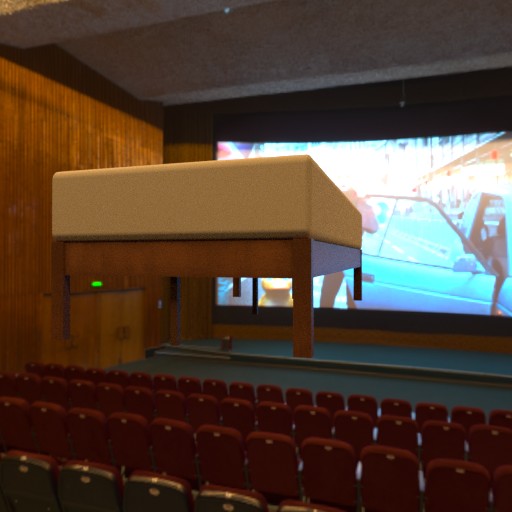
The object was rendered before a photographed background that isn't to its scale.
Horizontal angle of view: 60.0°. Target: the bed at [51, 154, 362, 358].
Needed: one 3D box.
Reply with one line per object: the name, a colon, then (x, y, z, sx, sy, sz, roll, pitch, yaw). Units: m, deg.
bed: (0.000, 0.000, 2.369, 0.961, 0.616, 1.902, 0, 0, 18)
